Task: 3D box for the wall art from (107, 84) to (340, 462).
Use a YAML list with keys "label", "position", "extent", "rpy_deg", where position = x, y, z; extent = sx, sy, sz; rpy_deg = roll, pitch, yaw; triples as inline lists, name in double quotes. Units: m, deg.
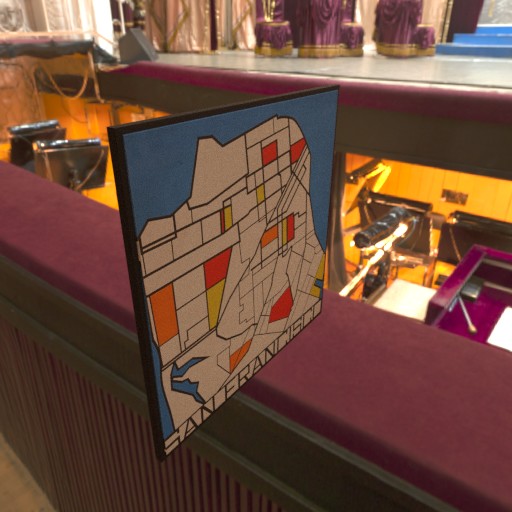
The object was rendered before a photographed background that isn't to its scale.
- label: "wall art"
  position: [0.000, 0.000, 0.682]
  extent: [0.013, 0.457, 0.458]
  rpy_deg: [18, 32, 32]
